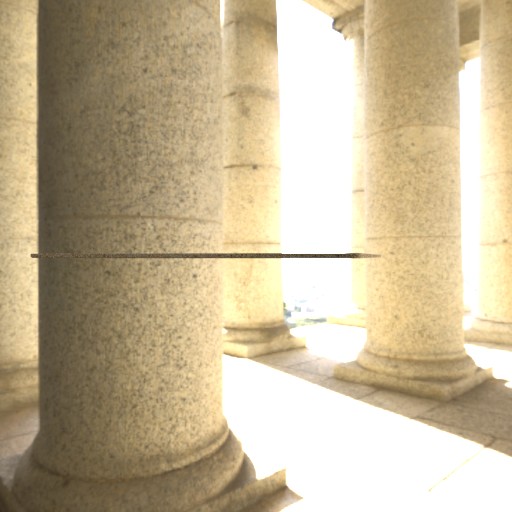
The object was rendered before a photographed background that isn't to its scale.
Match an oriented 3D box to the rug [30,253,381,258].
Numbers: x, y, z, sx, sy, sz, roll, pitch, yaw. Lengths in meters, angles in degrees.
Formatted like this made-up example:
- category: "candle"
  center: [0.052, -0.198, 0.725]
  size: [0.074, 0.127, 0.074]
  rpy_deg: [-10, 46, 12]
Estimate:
- category: "rug"
  center: [0.000, 0.000, 3.466]
  size: [1.801, 0.024, 2.700]
  rpy_deg: [0, 0, 18]
